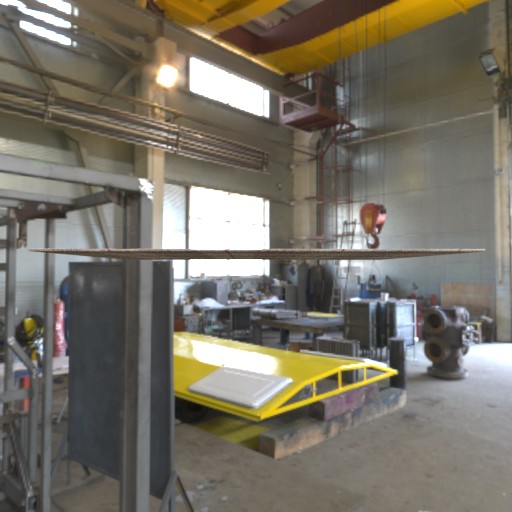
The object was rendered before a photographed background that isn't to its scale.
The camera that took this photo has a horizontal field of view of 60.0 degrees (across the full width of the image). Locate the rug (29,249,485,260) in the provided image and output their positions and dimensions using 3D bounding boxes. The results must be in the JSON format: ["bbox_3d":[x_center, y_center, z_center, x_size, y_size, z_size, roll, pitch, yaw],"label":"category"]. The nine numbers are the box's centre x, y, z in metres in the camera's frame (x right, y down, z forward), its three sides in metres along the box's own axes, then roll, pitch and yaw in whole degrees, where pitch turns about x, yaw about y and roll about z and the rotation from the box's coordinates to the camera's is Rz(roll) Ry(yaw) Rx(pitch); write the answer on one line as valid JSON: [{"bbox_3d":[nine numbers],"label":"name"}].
[{"bbox_3d":[0.000,0.000,4.029,2.959,0.016,2.317,0,-2,-1],"label":"rug"}]
